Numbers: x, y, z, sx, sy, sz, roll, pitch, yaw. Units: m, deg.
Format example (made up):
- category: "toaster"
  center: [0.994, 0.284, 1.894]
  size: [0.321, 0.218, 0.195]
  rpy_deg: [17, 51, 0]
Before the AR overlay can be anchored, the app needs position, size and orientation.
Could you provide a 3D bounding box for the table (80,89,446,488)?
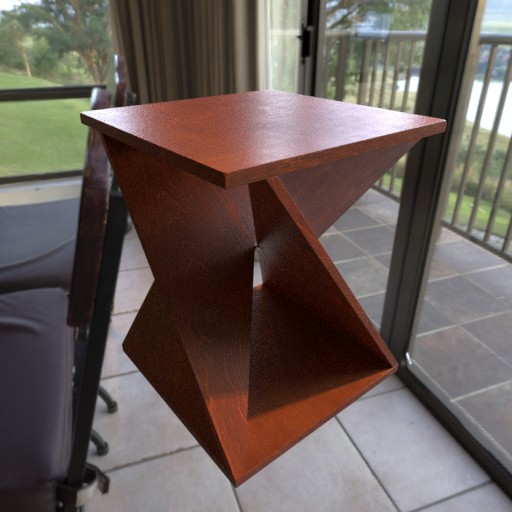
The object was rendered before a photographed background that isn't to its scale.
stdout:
- category: "table"
  center: [0.000, 0.000, 0.848]
  size: [0.427, 0.520, 0.427]
  rpy_deg: [-21, 35, -34]
